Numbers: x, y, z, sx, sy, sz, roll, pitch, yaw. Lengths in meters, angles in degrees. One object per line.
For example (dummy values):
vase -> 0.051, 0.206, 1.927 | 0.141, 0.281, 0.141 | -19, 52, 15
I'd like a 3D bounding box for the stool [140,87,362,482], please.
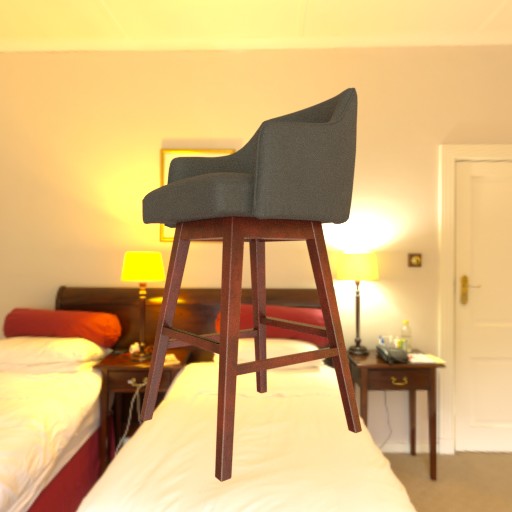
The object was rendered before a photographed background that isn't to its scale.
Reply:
stool -> 0.000, 0.000, 1.344 | 0.558, 1.012, 0.548 | 0, 0, -37
